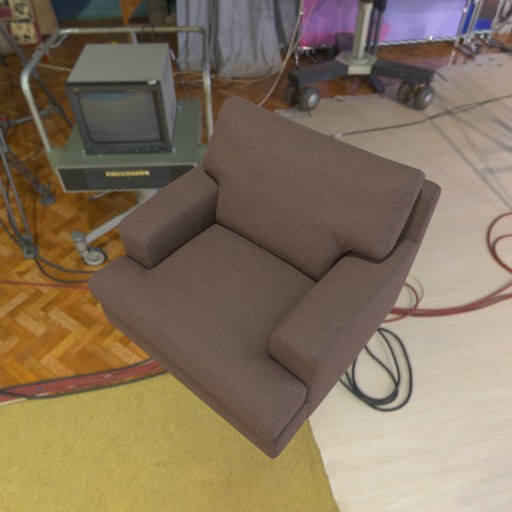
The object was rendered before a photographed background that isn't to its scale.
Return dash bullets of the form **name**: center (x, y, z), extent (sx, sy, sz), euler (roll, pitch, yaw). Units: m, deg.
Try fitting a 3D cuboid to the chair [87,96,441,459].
- **chair**: center (0.000, 0.000, 2.020), extent (1.168, 0.940, 1.143), euler (31, 54, 26)
